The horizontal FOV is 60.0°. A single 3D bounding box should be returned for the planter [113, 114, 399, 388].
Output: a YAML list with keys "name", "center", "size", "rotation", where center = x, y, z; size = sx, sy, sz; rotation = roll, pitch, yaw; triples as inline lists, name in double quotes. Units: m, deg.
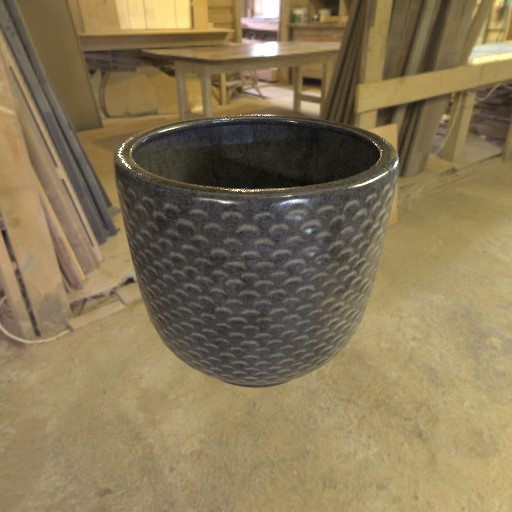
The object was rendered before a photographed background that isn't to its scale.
- name: "planter"
  center: [0.000, 0.000, 0.253]
  size: [0.140, 0.129, 0.140]
  rotation: [0, 30, 0]
